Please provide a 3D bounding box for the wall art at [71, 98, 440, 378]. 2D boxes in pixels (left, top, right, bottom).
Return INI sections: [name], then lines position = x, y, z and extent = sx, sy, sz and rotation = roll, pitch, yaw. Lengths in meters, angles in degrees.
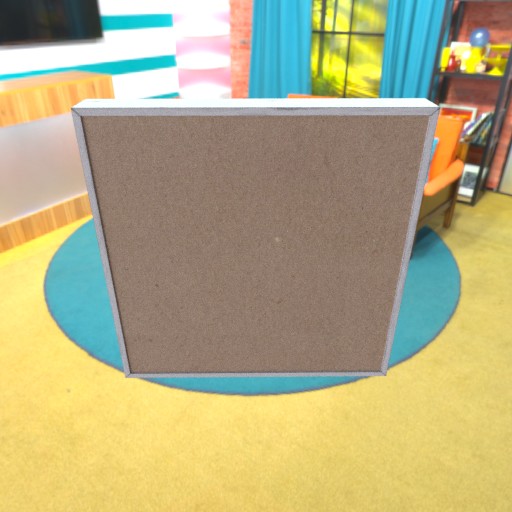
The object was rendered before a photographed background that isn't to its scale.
[wall art]
position = 0.000, 0.000, 0.458
extent = 0.305, 0.305, 0.038
rotation = 0, 30, 0
